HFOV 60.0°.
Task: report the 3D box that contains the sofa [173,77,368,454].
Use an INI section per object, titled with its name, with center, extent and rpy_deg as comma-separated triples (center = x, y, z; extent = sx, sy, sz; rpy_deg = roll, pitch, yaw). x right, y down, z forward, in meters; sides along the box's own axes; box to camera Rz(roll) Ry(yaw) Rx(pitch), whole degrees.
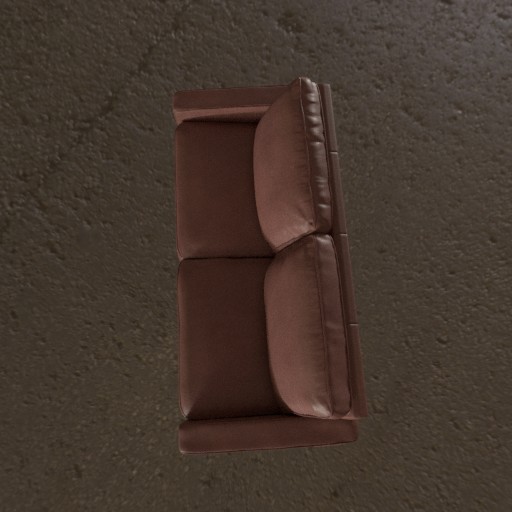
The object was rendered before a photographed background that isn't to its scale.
[sofa]
center = 0.000, 0.000, 2.584
extent = 0.940, 0.919, 2.080
rpy_deg = -3, 76, -1
